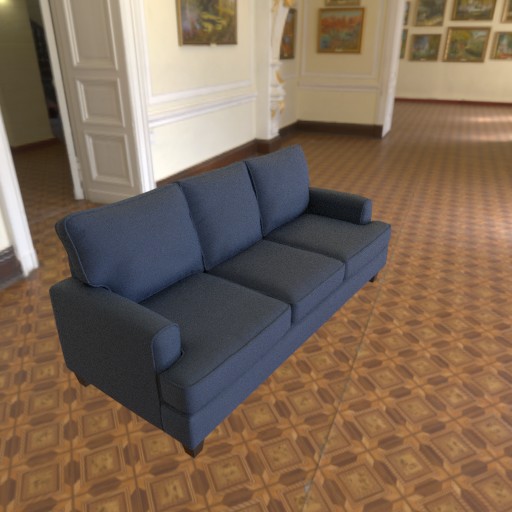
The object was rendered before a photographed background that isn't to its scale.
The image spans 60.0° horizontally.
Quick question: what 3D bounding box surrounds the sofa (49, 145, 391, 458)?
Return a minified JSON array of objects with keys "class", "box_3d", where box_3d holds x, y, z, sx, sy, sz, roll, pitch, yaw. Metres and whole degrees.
[{"class":"sofa","box_3d":[0.000,0.000,2.693,0.951,0.965,2.158,17,31,32]}]
